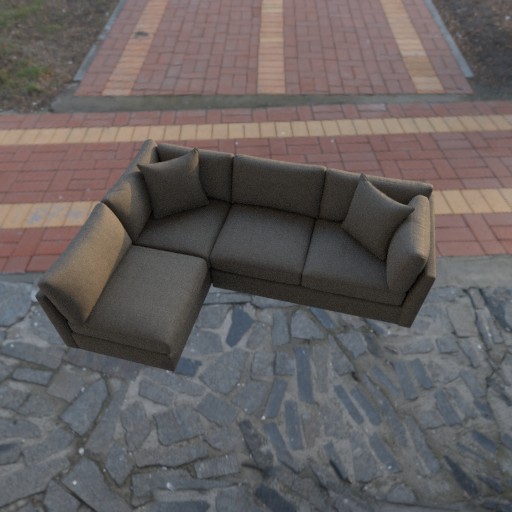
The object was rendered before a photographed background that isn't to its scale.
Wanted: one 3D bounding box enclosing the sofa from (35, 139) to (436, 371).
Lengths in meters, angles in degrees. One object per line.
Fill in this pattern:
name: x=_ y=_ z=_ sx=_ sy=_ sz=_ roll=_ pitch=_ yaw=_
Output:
sofa: x=0.000 y=0.000 z=3.824 sx=2.896 sy=0.978 sz=1.994 roll=11 pitch=48 yaw=10
